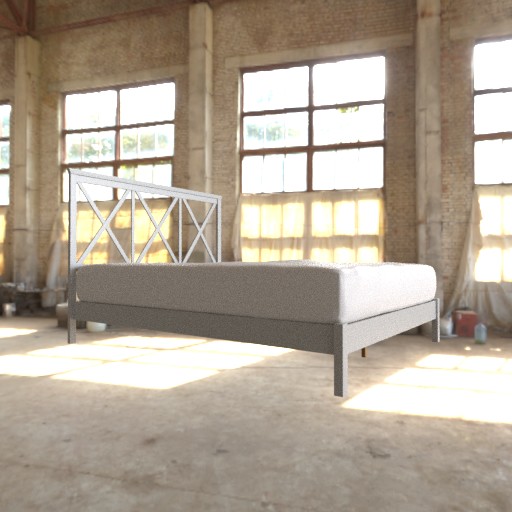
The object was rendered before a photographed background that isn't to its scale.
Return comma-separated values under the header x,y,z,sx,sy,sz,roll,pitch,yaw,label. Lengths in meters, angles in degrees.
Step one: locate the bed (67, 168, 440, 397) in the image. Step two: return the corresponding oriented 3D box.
x,y,z,sx,sy,sz,roll,pitch,yaw,label
0.000,0.000,3.212,2.135,1.253,1.673,0,-1,36,bed
